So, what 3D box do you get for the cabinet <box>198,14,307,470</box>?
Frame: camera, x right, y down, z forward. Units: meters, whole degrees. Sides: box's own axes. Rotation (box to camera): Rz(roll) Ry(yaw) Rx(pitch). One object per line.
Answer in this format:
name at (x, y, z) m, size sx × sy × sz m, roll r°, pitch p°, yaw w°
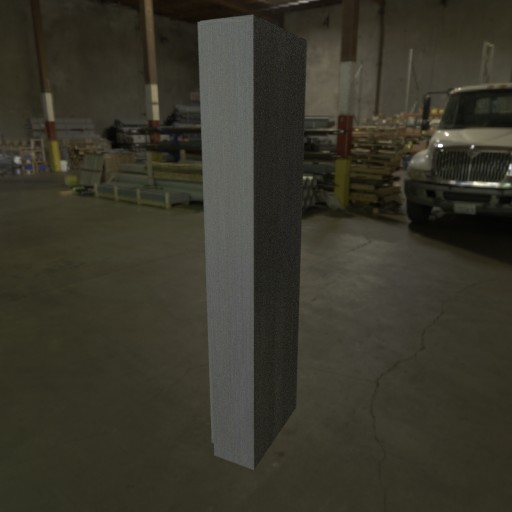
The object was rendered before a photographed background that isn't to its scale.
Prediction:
cabinet at (0.000, 0.000, 1.951) m, size 0.230 × 1.790 × 0.500 m, roll 8°, pitch 18°, yaw 25°
